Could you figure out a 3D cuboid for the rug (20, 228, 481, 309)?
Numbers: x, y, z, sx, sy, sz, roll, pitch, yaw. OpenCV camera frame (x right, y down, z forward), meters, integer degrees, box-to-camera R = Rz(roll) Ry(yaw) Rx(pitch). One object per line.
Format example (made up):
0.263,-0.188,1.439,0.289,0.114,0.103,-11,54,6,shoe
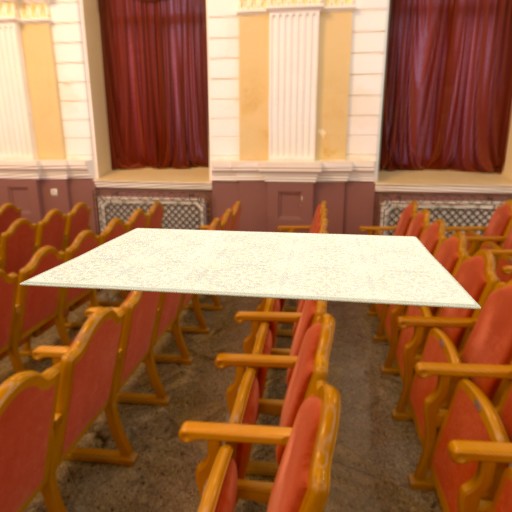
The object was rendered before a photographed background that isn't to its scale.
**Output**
0.000,0.000,2.324,1.840,0.012,1.219,2,15,8,rug
